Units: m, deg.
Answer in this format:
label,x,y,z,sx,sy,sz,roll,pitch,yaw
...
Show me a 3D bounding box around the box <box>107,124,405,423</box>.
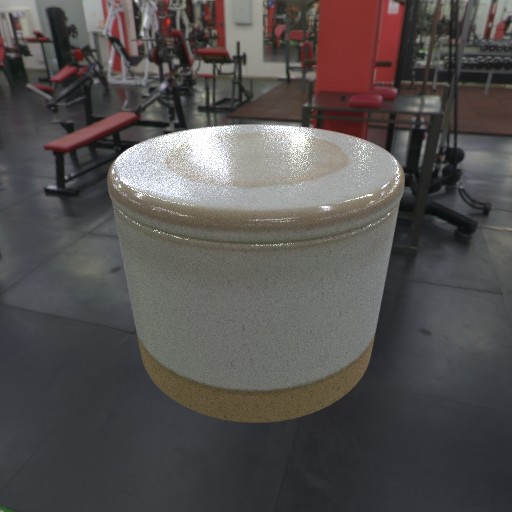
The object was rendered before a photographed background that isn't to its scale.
label,x,y,z,sx,sy,sz,roll,pitch,yaw
box,0.000,0.000,0.266,0.154,0.123,0.154,0,29,0
